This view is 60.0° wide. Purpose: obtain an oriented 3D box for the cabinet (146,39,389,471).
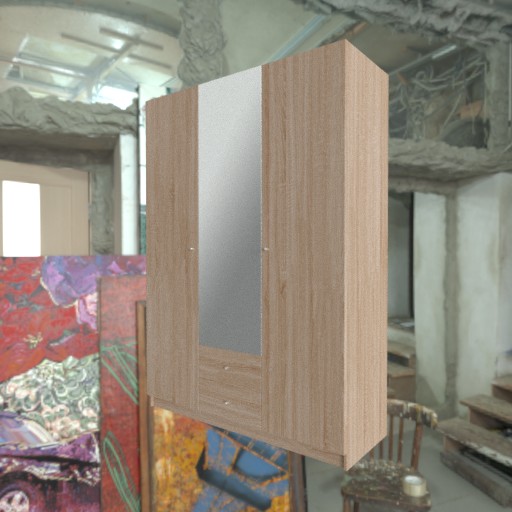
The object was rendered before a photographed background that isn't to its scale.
[{"bbox_3d":[0.000,0.000,2.827,1.500,2.120,0.590,1,1,37],"label":"cabinet"}]
